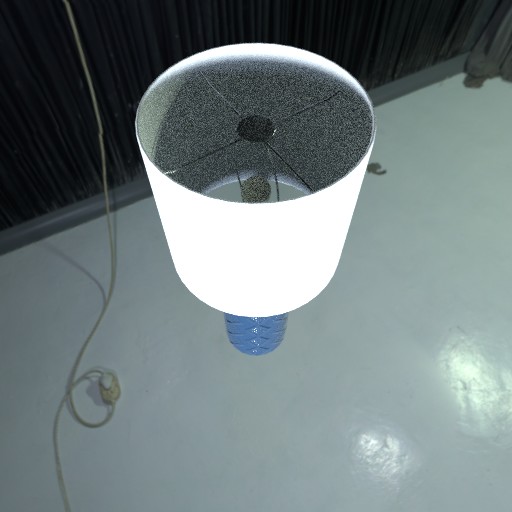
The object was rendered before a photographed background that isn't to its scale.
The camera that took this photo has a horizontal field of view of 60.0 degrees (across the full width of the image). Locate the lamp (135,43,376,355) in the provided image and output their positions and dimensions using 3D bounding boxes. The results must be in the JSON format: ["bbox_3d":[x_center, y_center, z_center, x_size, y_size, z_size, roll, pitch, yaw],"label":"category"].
[{"bbox_3d":[0.000,0.000,0.577,0.207,0.461,0.207,-30,62,-18],"label":"lamp"}]
